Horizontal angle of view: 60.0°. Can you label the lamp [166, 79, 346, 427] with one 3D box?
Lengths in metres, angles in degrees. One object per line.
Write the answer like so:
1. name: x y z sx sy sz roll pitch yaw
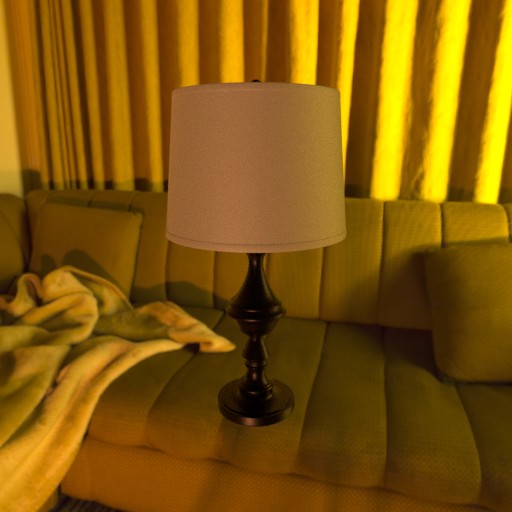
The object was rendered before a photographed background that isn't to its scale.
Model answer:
1. lamp: 0.000 0.000 0.972 0.383 0.726 0.383 0 14 0
